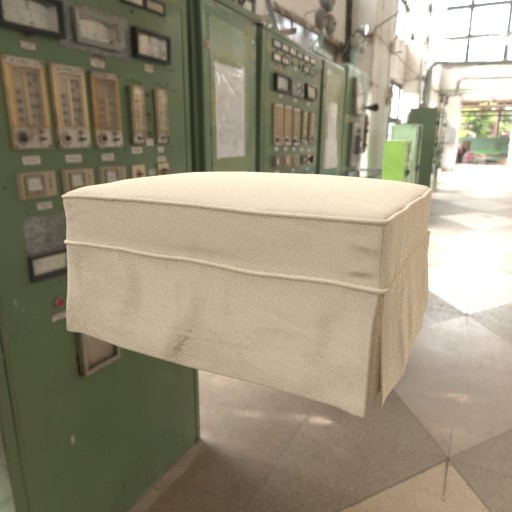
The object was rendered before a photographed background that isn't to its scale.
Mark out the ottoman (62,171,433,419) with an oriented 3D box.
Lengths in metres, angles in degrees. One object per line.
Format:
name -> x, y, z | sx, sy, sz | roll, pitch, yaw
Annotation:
ottoman -> 0.000, 0.000, 1.332 | 0.944, 0.479, 0.703 | 8, 17, 27
